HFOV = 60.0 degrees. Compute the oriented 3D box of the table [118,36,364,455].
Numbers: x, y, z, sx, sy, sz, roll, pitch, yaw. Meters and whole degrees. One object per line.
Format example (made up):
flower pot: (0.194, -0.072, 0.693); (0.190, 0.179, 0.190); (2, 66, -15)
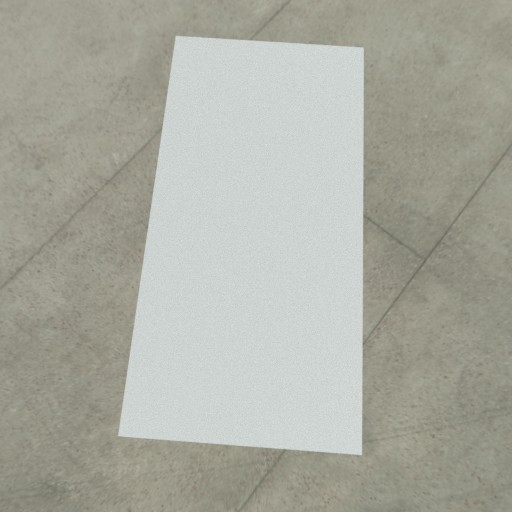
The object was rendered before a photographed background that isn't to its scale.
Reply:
table: (0.000, 0.000, 1.349); (0.498, 0.660, 0.991); (4, 74, 1)
